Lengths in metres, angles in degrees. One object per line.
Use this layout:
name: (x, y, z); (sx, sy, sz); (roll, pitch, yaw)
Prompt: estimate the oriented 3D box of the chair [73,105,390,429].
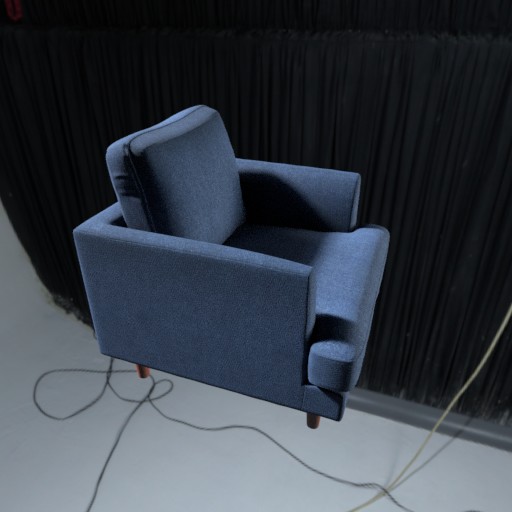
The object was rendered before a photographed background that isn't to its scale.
chair: (0.000, 0.000, 1.642); (0.899, 0.957, 0.858); (10, 31, 17)
